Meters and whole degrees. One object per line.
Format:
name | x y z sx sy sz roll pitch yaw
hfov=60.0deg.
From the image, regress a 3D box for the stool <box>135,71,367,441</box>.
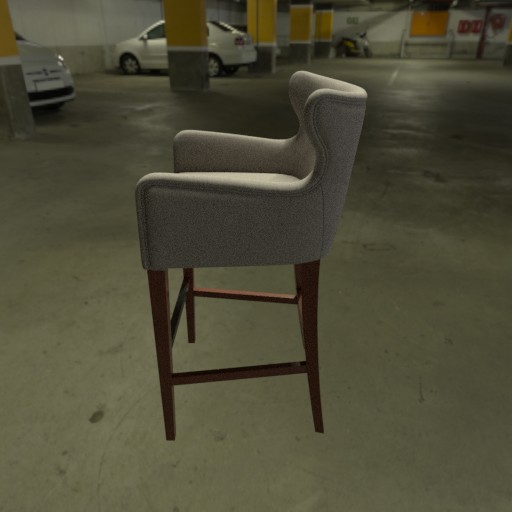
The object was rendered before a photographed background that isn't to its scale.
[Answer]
stool | 0.000 0.000 1.401 0.575 1.047 0.575 0 27 0
